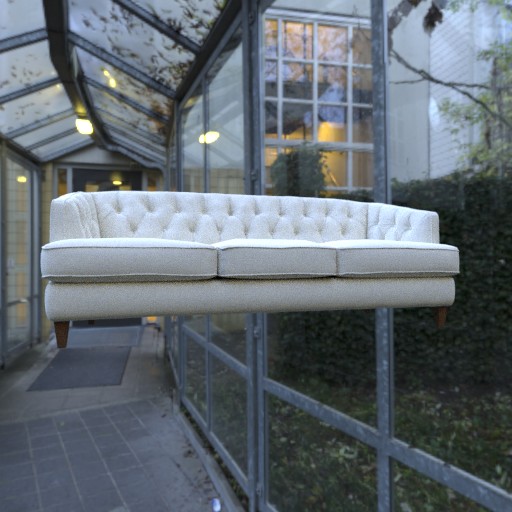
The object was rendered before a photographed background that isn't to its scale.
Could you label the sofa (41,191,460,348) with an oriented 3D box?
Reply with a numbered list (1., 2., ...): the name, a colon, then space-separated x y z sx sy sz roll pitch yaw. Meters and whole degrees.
1. sofa: 0.000 0.000 2.713 2.278 0.855 0.941 0 0 -17
